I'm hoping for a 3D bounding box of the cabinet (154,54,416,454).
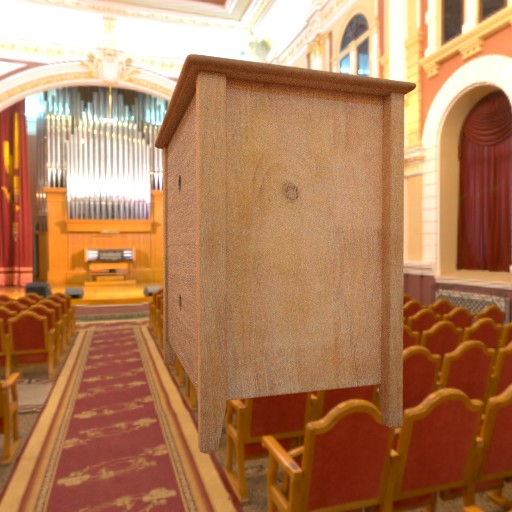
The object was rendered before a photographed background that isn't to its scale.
[{"bbox_3d":[0.000,0.000,1.257,0.503,0.762,0.763,0,1,-17],"label":"cabinet"}]
